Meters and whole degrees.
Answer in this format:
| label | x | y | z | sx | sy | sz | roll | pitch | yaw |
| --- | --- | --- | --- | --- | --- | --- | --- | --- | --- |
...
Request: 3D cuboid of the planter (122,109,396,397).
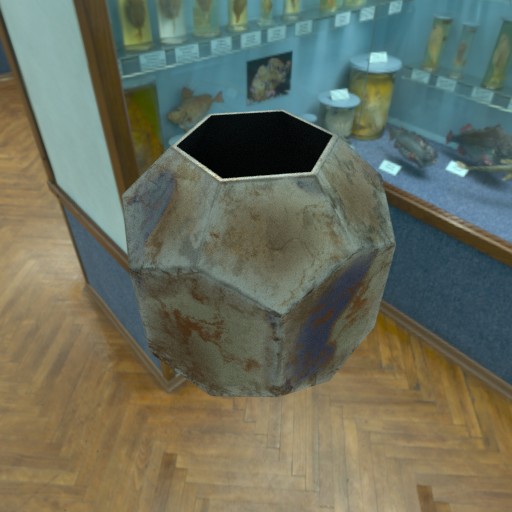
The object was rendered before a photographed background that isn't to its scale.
| label | x | y | z | sx | sy | sz | roll | pitch | yaw |
| --- | --- | --- | --- | --- | --- | --- | --- | --- | --- |
| planter | 0.000 | 0.000 | 0.424 | 0.243 | 0.238 | 0.221 | -27 | 48 | -28 |
